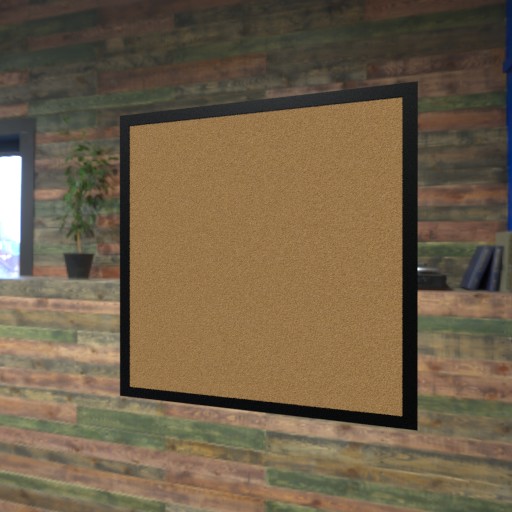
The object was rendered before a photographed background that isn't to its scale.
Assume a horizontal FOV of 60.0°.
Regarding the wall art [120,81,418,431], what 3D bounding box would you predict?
[{"bbox_3d":[0.000,0.000,0.739,0.506,0.506,0.038,0,0,18],"label":"wall art"}]
